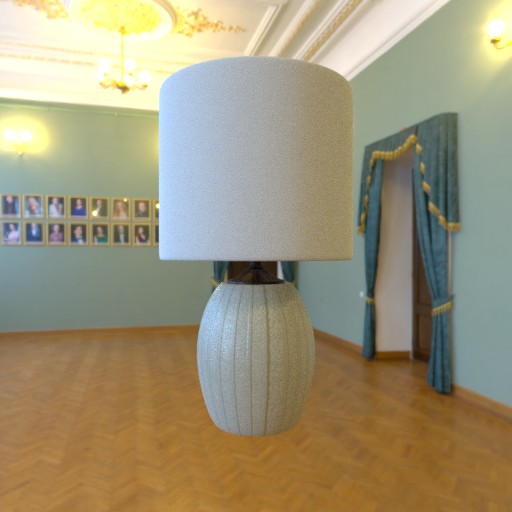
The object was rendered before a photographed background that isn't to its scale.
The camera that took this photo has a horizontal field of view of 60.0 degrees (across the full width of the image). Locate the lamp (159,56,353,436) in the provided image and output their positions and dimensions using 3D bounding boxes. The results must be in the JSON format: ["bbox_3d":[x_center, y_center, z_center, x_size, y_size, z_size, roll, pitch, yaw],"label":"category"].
[{"bbox_3d":[0.000,0.000,0.769,0.329,0.570,0.329,0,0,-17],"label":"lamp"}]
